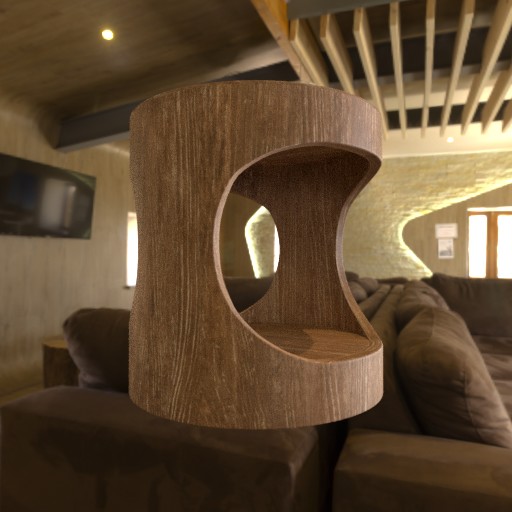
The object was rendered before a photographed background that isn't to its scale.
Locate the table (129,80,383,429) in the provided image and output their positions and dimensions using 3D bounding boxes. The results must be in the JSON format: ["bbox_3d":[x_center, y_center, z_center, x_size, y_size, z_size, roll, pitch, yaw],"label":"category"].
[{"bbox_3d":[0.000,0.000,0.960,0.527,0.551,0.527,0,-1,0],"label":"table"}]
